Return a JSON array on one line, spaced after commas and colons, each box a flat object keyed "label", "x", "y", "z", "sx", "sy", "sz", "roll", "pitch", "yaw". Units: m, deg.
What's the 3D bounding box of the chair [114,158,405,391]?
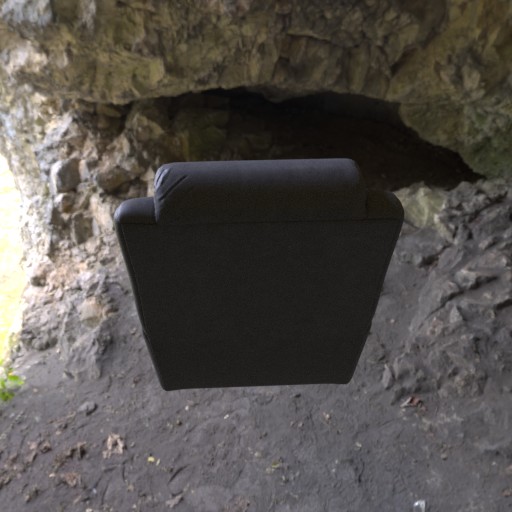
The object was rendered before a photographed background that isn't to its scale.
[{"label": "chair", "x": 0.000, "y": 0.000, "z": 1.961, "sx": 0.967, "sy": 1.116, "sz": 1.068, "roll": -1, "pitch": 30, "yaw": -2}]
